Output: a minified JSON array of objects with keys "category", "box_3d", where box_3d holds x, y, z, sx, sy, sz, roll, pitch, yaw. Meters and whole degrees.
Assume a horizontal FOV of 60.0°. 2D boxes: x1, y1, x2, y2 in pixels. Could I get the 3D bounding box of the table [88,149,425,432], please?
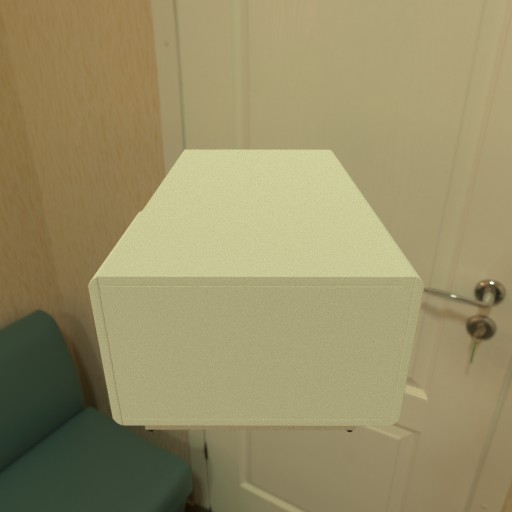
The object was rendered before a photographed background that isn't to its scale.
[{"category":"table","box_3d":[0.000,0.000,1.416,0.639,0.442,1.097,0,26,0]}]
